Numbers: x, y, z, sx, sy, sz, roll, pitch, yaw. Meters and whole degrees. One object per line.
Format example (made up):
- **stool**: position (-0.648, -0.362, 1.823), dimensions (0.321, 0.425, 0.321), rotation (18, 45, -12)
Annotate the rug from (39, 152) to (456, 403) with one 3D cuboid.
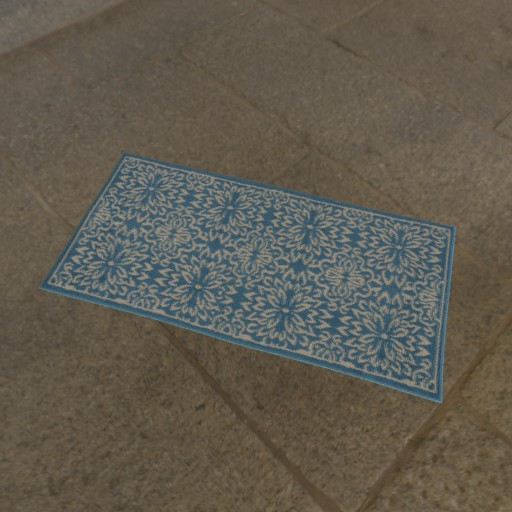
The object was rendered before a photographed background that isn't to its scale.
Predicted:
- **rug**: position (0.000, 0.000, 1.426), dimensions (1.219, 0.007, 0.604), rotation (14, 59, 9)
